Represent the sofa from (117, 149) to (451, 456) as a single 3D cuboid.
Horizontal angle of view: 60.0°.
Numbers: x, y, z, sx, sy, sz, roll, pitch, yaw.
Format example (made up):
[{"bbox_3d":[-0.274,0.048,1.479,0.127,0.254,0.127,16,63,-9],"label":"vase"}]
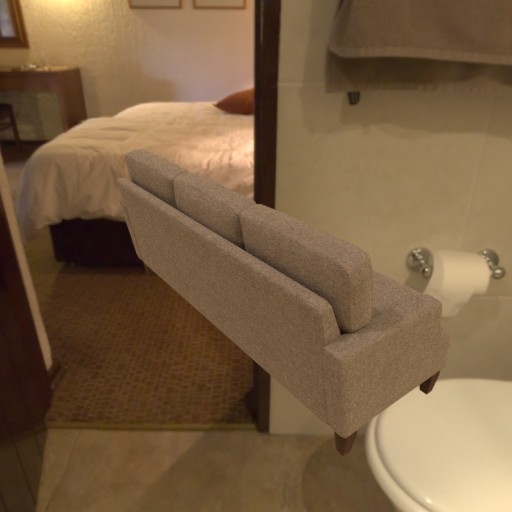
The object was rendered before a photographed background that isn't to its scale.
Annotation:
[{"bbox_3d":[0.000,0.000,2.622,0.888,0.984,2.115,-19,32,-32],"label":"sofa"}]
